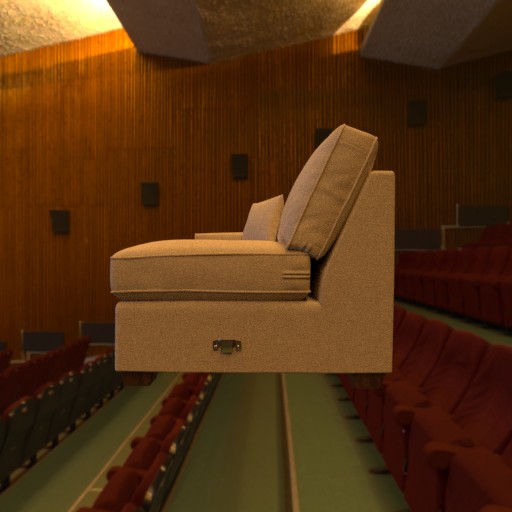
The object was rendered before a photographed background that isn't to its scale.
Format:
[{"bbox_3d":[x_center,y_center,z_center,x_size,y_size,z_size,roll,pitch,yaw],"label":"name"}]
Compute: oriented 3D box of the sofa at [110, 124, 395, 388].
[{"bbox_3d":[0.000,0.000,2.522,1.034,0.946,1.962,0,0,1],"label":"sofa"}]
